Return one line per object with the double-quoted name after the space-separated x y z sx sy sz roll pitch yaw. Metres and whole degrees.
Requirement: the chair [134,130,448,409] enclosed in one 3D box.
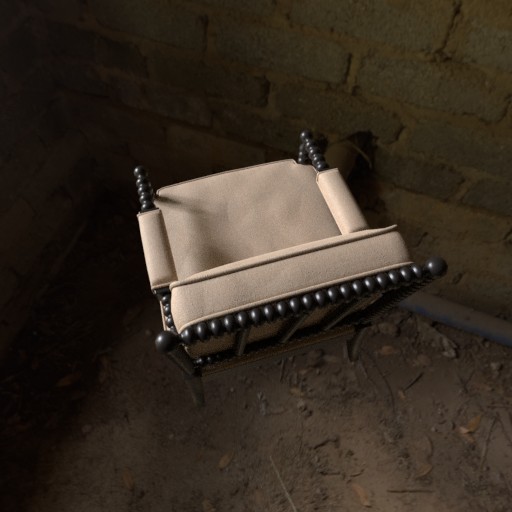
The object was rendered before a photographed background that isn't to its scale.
0.000 0.000 1.188 0.555 0.703 0.657 -14 60 -9 "chair"
